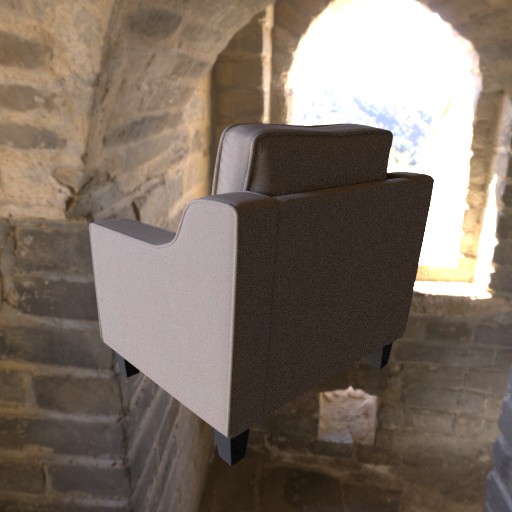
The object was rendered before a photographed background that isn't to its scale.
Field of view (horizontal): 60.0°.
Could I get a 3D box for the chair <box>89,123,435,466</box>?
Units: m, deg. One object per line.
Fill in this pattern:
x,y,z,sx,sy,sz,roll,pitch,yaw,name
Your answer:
0.000,0.000,1.656,0.922,0.948,0.882,-15,22,-41,chair
